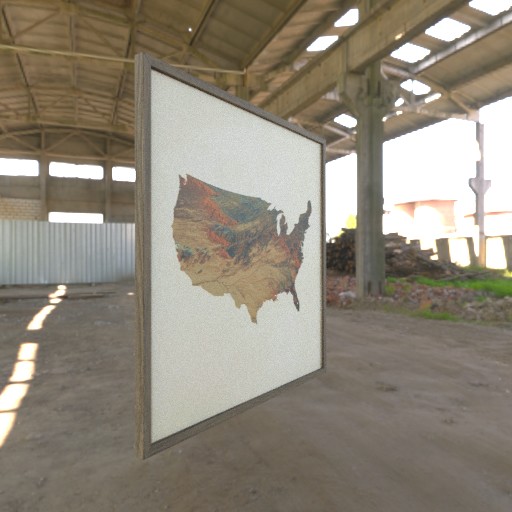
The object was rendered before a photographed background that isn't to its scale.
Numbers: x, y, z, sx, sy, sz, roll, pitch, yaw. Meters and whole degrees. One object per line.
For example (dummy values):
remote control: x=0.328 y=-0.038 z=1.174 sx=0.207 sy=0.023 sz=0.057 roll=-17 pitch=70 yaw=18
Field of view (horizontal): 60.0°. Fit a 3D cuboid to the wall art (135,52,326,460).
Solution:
wall art: x=0.000 y=0.000 z=0.763 sx=0.016 sy=0.507 sz=0.508 roll=0 pitch=0 yaw=35
